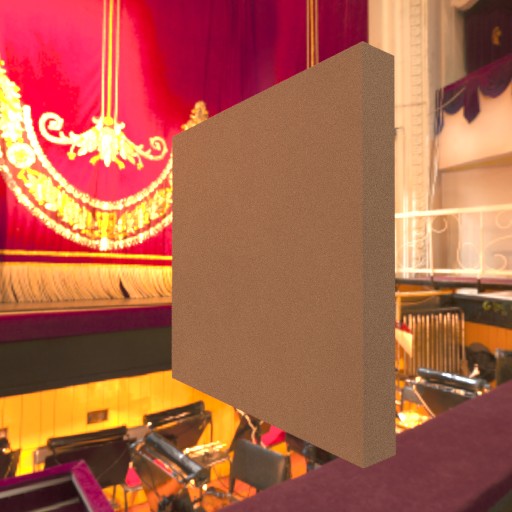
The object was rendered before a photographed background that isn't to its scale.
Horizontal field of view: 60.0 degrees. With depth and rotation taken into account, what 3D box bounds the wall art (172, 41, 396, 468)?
[{"bbox_3d":[0.000,0.000,0.449,0.038,0.305,0.305,0,-1,-37],"label":"wall art"}]
